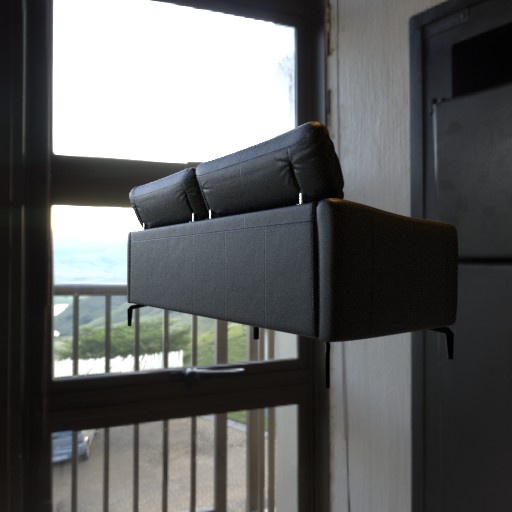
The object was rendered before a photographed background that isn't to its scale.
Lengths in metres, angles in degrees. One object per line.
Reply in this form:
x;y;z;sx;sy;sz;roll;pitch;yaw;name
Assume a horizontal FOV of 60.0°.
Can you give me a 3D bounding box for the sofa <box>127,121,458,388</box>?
0.000;0.000;2.555;0.856;0.957;2.069;1;-1;-36;sofa
